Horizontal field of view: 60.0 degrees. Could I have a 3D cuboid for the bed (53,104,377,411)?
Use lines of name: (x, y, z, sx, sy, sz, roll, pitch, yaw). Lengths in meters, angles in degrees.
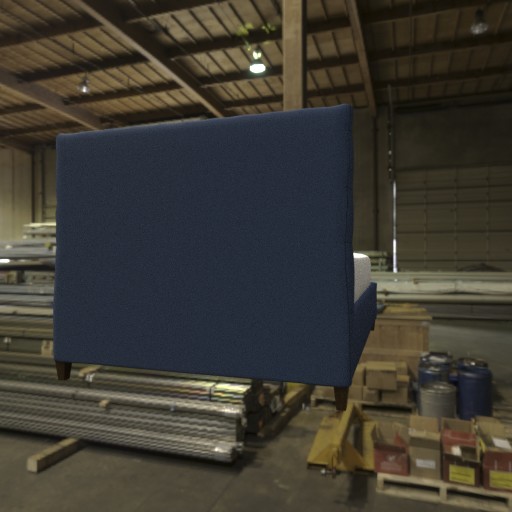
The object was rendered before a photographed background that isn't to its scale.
bed: (0.000, 0.000, 3.408, 1.706, 1.427, 2.387, 0, 0, 18)
